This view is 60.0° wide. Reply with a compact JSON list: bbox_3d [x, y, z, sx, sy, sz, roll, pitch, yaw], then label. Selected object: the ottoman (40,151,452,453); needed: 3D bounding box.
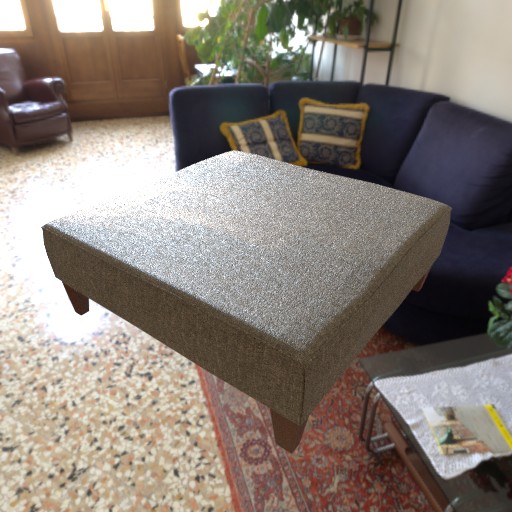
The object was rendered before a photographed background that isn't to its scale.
[{"bbox_3d":[0.000,0.000,1.546,1.016,0.379,0.981,21,37,32],"label":"ottoman"}]
